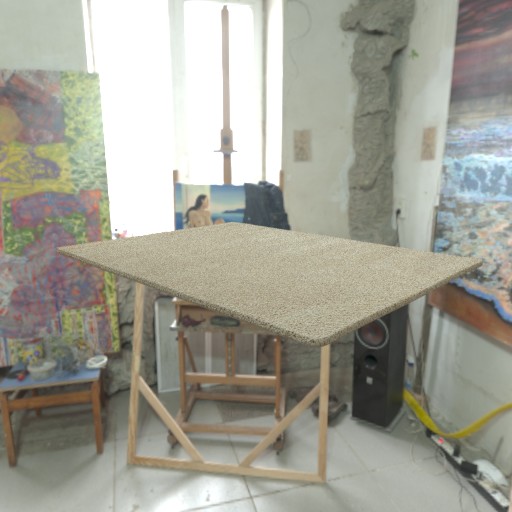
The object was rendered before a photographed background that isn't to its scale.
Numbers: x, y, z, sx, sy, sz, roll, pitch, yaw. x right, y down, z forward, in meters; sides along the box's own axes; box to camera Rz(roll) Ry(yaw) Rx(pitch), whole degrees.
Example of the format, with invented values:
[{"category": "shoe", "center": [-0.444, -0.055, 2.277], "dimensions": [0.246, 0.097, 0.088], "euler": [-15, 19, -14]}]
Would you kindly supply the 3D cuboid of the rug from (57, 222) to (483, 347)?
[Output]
[{"category": "rug", "center": [0.000, 0.000, 2.051], "dimensions": [1.600, 0.025, 1.199], "euler": [12, 18, 43]}]
